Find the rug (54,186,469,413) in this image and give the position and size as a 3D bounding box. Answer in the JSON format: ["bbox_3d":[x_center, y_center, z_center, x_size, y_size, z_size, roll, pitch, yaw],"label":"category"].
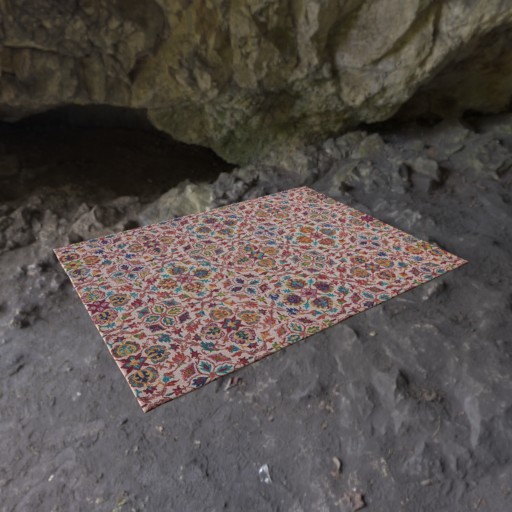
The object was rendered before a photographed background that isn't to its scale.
[{"bbox_3d":[0.000,0.000,4.291,3.215,0.020,2.446,-18,34,-29],"label":"rug"}]
